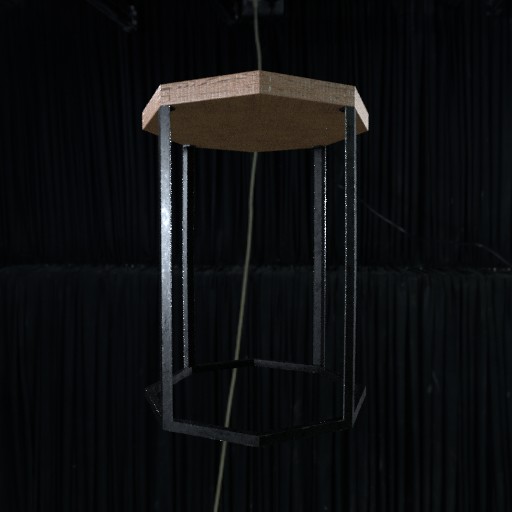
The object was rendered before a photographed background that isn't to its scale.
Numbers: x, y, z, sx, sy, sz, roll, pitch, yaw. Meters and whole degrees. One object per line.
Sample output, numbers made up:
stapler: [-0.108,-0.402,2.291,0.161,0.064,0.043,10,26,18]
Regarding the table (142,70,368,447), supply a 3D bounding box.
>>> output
table: [0.000,0.000,0.868,0.437,0.553,0.437,0,2,-1]
